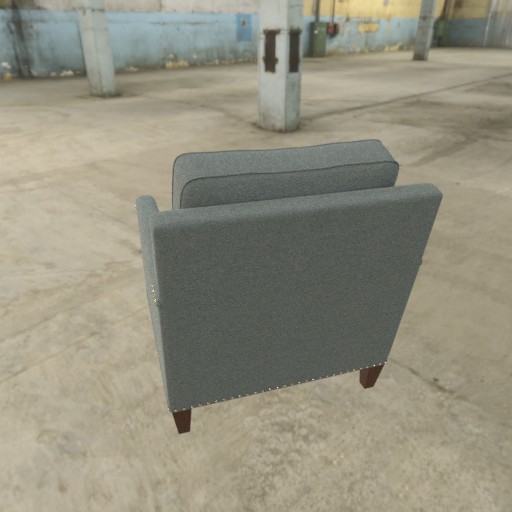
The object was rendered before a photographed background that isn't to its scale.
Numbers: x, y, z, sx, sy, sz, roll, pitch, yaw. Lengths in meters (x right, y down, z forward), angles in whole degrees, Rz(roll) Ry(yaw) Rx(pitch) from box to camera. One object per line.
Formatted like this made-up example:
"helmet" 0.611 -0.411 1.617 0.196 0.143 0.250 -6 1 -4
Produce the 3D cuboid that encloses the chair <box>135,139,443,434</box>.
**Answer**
"chair" 0.000 0.000 1.817 0.885 1.031 1.031 -8 28 -16
